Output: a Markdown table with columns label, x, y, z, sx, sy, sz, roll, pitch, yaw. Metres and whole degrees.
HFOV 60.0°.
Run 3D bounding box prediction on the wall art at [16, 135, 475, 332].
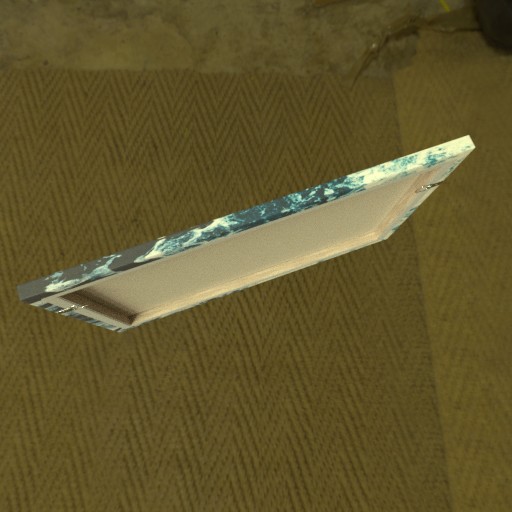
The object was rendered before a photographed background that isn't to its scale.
| label | x | y | z | sx | sy | sz | roll | pitch | yaw |
| --- | --- | --- | --- | --- | --- | --- | --- | --- | --- |
| wall art | 0.000 | 0.000 | 1.888 | 1.524 | 1.017 | 0.055 | -19 | 76 | -5 |
